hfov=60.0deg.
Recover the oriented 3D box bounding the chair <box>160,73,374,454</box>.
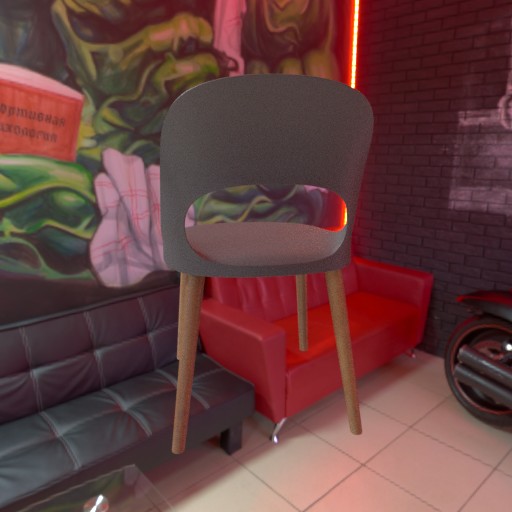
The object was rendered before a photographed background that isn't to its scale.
[{"bbox_3d":[0.000,0.000,1.142,0.470,0.795,0.556,-2,14,-9],"label":"chair"}]
